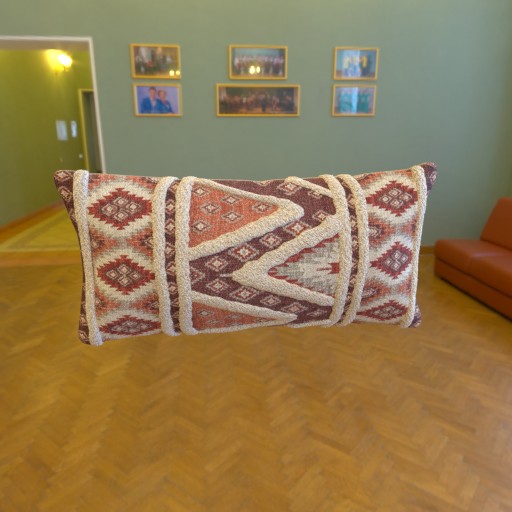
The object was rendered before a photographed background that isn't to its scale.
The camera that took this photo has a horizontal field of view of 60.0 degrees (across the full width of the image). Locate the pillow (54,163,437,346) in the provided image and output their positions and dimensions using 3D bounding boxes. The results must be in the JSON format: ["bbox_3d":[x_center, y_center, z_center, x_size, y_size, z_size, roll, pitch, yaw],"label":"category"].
[{"bbox_3d":[0.000,0.000,0.730,0.608,0.295,0.161,-2,16,-7],"label":"pillow"}]
